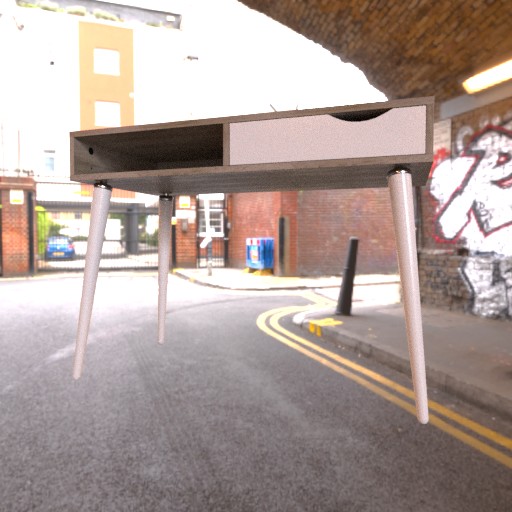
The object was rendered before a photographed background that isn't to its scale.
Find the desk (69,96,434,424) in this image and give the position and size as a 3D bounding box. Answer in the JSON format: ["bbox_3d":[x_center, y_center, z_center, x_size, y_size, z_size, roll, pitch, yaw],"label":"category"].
[{"bbox_3d":[0.000,0.000,1.355,0.979,0.723,0.491,1,2,19],"label":"desk"}]
